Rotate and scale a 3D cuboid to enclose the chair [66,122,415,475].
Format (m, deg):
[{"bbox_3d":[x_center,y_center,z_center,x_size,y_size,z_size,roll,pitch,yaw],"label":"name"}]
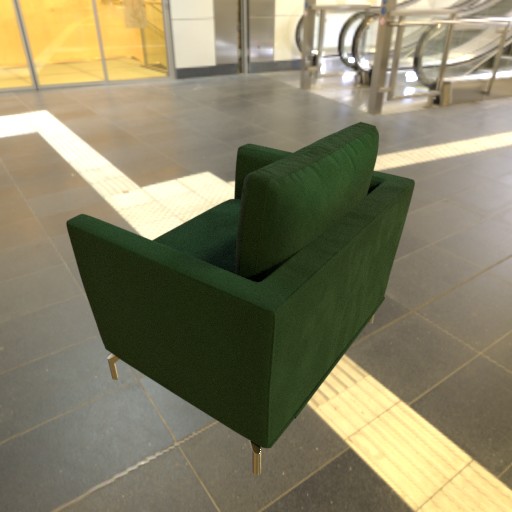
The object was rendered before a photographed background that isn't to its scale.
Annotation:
[{"bbox_3d":[0.000,0.000,1.759,0.852,0.997,1.047,20,37,30],"label":"chair"}]
